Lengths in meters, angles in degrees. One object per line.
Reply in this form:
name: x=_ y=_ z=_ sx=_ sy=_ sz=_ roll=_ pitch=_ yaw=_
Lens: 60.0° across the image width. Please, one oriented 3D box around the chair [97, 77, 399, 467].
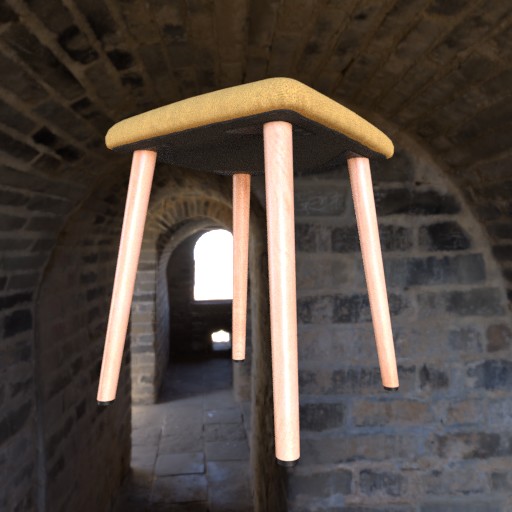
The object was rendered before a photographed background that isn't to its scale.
chair: x=0.000 y=0.000 z=0.695 sx=0.350 sy=0.440 sz=0.350 roll=0 pitch=0 yaw=36
